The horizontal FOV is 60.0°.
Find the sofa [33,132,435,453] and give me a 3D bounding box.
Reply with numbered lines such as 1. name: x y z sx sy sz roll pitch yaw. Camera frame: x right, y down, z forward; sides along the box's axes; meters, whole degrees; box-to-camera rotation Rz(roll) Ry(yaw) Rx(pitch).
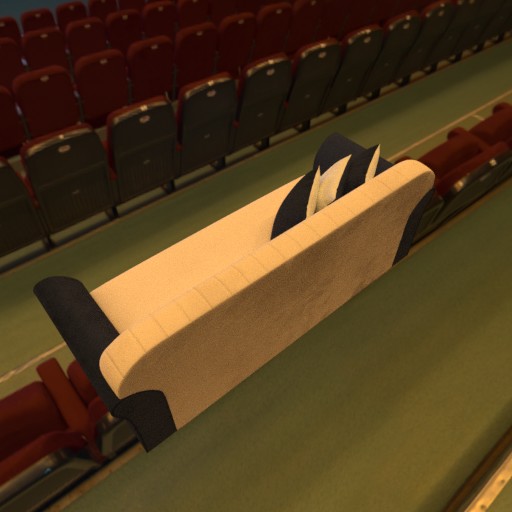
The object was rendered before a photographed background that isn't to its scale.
1. sofa: 0.000 0.000 2.358 2.006 0.789 0.749 -32 54 -26
